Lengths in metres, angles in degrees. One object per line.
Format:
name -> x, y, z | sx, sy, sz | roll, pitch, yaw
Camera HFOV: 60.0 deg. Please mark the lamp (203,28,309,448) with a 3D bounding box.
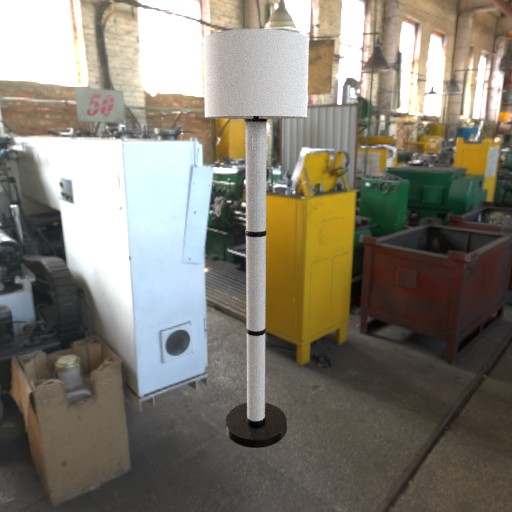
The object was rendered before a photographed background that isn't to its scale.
lamp -> 0.000, 0.000, 1.785 | 0.377, 1.599, 0.377 | 2, 16, 7
